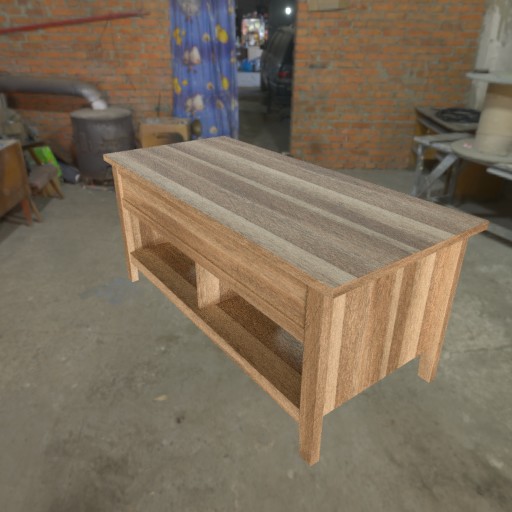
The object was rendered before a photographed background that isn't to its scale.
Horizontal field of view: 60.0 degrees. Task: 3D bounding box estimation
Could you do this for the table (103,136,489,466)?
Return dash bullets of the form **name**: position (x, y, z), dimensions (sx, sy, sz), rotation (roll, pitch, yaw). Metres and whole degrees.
- **table**: position (0.000, 0.000, 1.365), dimensions (0.493, 0.480, 1.095), rotation (-19, 33, -32)
